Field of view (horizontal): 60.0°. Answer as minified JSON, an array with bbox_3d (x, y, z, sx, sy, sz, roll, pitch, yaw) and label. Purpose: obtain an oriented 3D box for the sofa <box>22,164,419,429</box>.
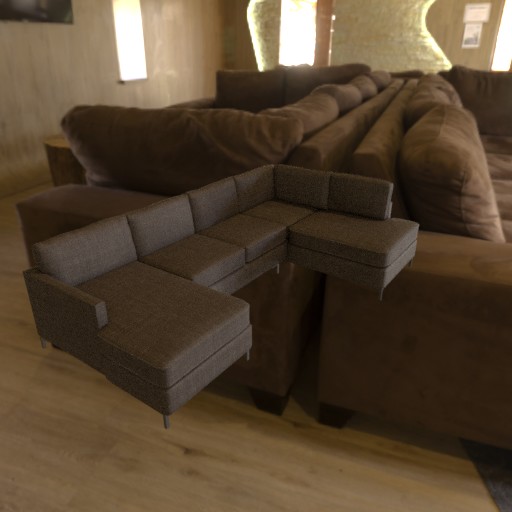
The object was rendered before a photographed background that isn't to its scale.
[{"bbox_3d":[0.000,0.000,4.209,2.048,0.999,3.423,17,30,32],"label":"sofa"}]
